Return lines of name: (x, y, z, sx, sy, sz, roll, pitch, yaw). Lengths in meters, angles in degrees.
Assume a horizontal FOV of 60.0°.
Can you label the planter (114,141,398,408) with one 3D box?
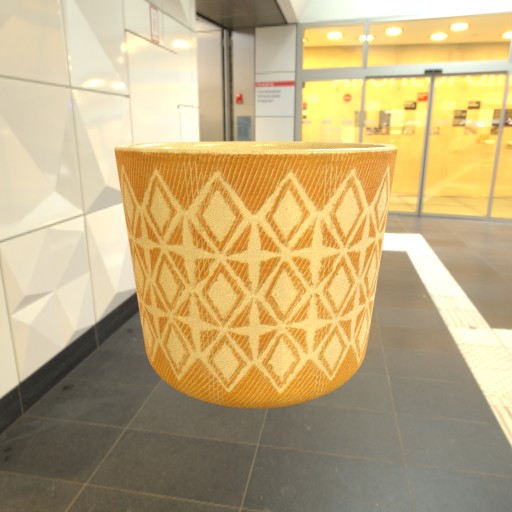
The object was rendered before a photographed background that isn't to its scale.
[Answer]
planter: (0.000, 0.000, 0.337, 0.193, 0.165, 0.193, 0, 16, 0)
